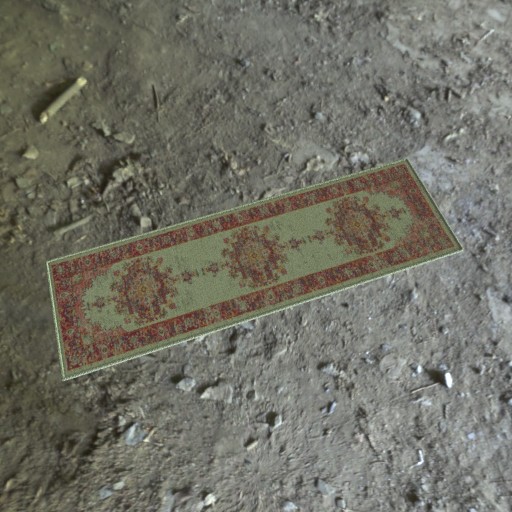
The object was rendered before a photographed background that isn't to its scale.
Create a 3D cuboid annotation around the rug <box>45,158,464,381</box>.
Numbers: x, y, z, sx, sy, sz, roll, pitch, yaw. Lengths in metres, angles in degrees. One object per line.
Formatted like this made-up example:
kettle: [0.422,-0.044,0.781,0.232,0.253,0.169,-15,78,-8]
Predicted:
rug: [0.000,0.000,2.013,1.824,0.009,0.562,-17,65,-8]
